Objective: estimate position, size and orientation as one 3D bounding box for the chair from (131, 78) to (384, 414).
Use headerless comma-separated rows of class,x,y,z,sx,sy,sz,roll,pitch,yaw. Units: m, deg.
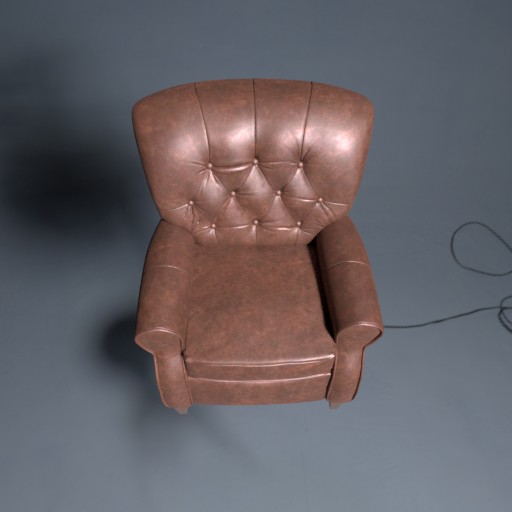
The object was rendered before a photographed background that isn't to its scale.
chair,0.000,0.000,1.934,0.979,1.162,1.031,-1,48,-1
